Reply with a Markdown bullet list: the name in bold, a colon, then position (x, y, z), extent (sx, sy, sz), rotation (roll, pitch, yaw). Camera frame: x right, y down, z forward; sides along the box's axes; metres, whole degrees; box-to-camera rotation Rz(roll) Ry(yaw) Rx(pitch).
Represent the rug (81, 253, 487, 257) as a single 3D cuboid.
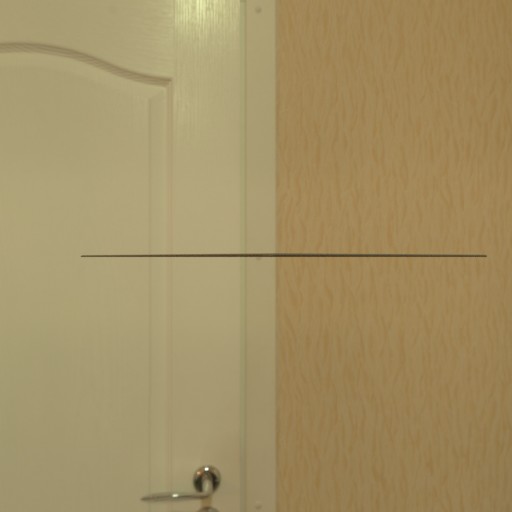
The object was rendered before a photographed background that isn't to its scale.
- **rug**: position (0.000, 0.000, 2.770), extent (1.523, 0.012, 2.133), rotation (0, 0, -37)
